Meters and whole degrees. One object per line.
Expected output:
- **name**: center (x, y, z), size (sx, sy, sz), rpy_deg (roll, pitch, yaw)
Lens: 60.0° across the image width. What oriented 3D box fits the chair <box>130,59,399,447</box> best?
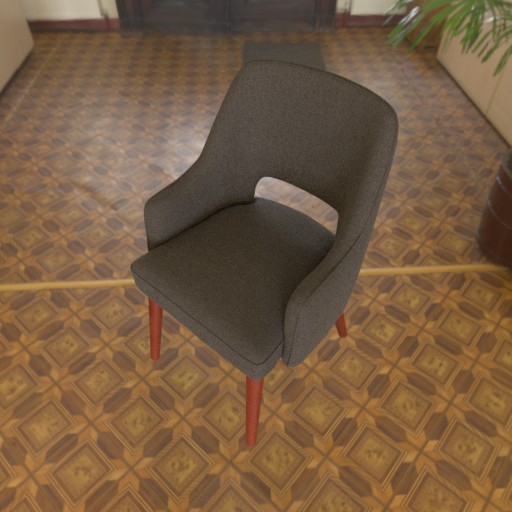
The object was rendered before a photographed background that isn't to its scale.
- **chair**: center (0.000, 0.000, 1.212), size (0.559, 0.838, 0.560), rpy_deg (32, 54, 27)
